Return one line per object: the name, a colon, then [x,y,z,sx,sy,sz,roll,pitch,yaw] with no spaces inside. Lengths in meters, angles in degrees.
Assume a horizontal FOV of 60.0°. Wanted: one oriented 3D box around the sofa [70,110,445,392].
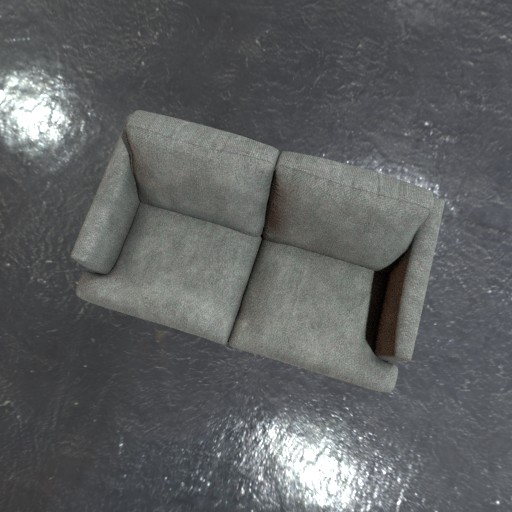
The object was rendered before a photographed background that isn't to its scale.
sofa: [0.000,0.000,2.175,1.582,0.956,0.903,16,76,4]
